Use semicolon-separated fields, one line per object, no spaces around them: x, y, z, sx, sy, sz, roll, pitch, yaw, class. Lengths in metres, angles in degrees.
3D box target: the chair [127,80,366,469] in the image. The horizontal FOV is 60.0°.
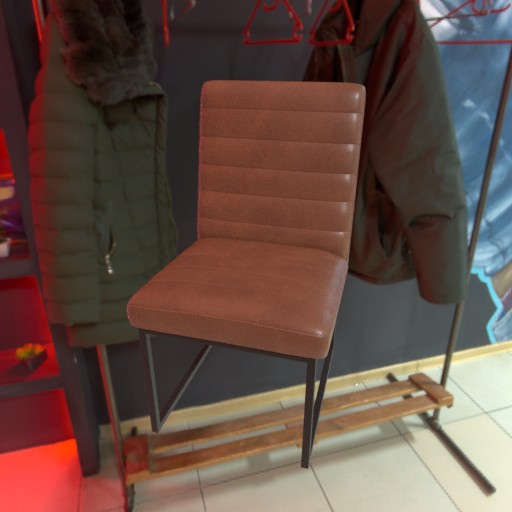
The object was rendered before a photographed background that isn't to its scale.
0.000;0.000;1.305;0.520;0.930;0.634;7;26;15;chair
